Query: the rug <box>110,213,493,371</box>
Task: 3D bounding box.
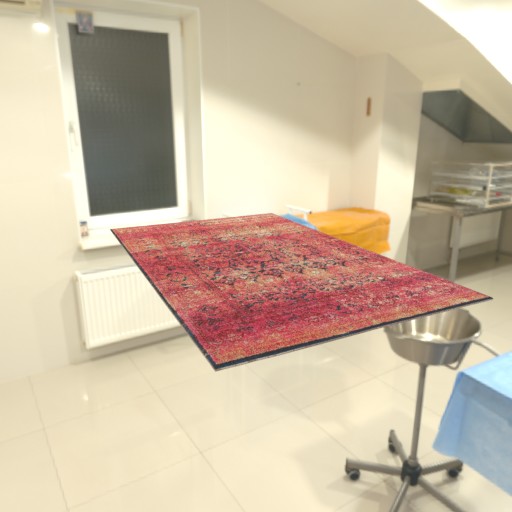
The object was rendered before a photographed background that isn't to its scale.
[{"bbox_3d":[0.000,0.000,3.009,1.539,0.018,2.449,-8,19,-25],"label":"rug"}]
